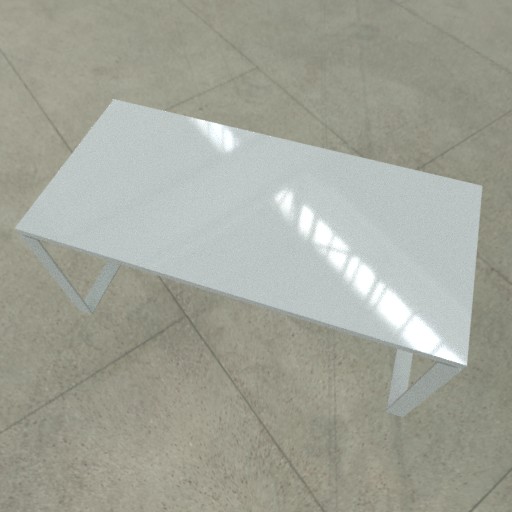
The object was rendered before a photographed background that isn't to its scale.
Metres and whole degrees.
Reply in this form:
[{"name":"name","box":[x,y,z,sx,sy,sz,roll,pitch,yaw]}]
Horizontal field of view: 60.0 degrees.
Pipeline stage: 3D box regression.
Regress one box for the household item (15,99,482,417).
[{"name":"household item","box":[0.000,0.000,2.085,1.700,0.745,0.800,16,59,10]}]
